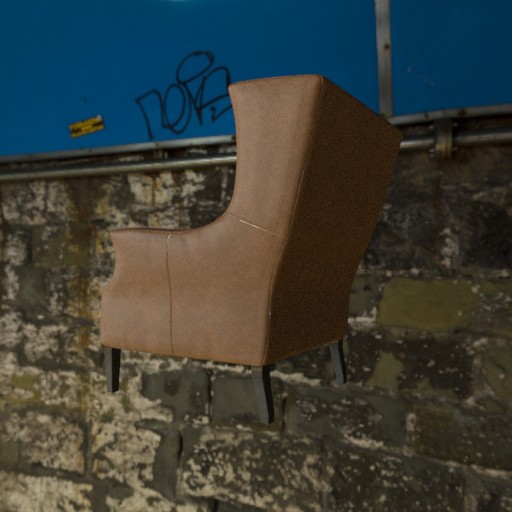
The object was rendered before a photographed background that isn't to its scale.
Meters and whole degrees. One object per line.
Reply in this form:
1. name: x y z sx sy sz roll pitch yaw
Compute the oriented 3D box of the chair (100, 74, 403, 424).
1. chair: 0.000 0.000 1.701 0.925 1.016 0.852 0 0 36
